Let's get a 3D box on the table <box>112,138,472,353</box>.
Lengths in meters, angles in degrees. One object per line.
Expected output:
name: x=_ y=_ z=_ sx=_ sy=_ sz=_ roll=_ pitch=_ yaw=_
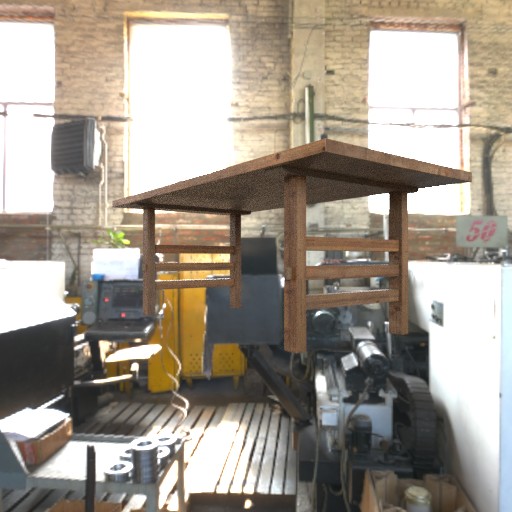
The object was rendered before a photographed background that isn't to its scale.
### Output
table: x=0.000 y=0.000 z=2.527 sx=0.952 sy=0.760 sz=2.003 roll=0 pitch=0 yaw=-37
